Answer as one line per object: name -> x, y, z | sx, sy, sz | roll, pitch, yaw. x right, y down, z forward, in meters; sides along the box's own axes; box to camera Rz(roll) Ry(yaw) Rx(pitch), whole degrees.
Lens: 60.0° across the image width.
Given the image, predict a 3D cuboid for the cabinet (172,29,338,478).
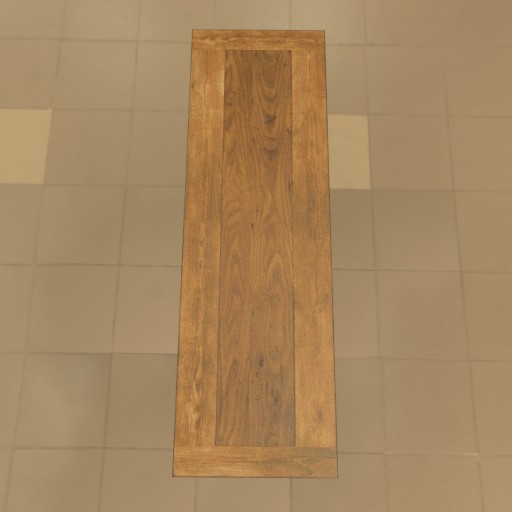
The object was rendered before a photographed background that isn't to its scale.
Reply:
cabinet -> 0.000, 0.000, 1.818 | 0.480, 0.813, 1.474 | 0, 78, 0
